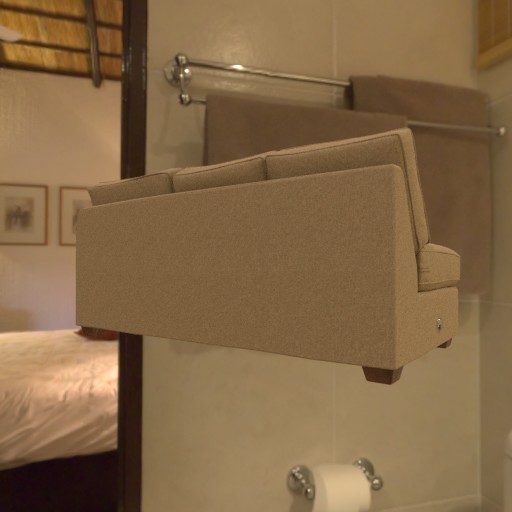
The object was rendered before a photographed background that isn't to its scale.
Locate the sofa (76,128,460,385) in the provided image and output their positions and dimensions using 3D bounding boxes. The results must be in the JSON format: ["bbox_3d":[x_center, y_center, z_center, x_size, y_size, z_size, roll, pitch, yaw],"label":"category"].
[{"bbox_3d":[0.000,0.000,2.493,1.963,0.946,1.034,-1,-1,36],"label":"sofa"}]
